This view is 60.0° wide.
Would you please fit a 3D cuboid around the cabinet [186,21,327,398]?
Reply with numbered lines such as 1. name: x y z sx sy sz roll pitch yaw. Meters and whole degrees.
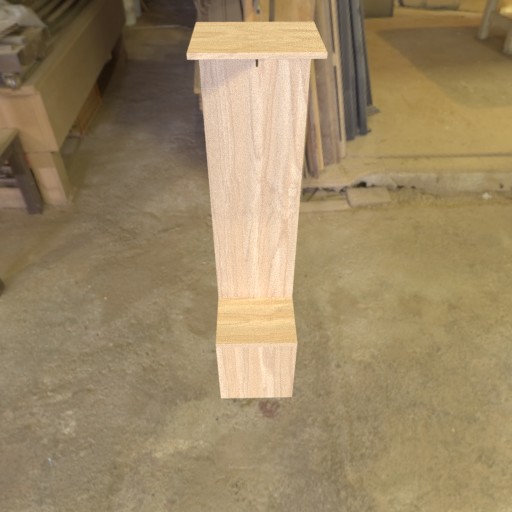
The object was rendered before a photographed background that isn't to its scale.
1. cabinet: 0.000 0.000 2.039 0.411 1.879 0.338 -1 42 -1
